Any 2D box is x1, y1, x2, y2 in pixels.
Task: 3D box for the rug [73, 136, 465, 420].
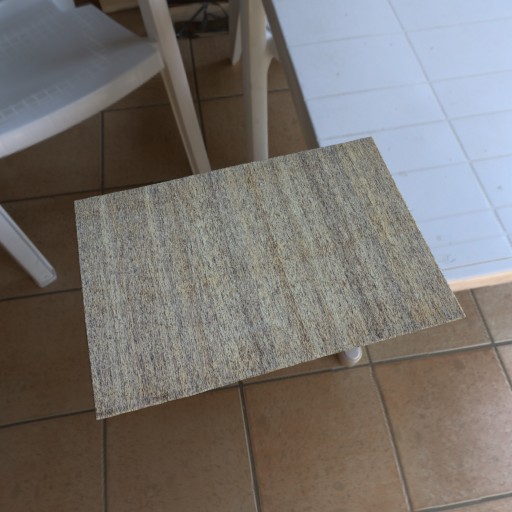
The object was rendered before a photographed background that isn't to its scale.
[{"bbox_3d":[0.000,0.000,2.384,1.846,0.014,1.243,-14,63,-7],"label":"rug"}]
